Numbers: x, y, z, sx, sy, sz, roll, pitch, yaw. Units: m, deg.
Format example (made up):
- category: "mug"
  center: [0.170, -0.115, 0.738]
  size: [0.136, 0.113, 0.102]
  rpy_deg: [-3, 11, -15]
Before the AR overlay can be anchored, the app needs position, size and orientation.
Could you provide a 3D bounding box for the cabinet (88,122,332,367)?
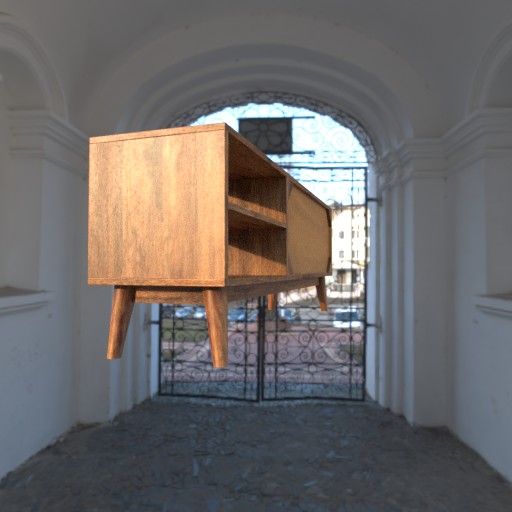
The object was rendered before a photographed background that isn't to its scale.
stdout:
- category: "cabinet"
  center: [0.000, 0.000, 1.676]
  size: [0.349, 0.528, 1.448]
  rpy_deg: [-1, -2, 19]
